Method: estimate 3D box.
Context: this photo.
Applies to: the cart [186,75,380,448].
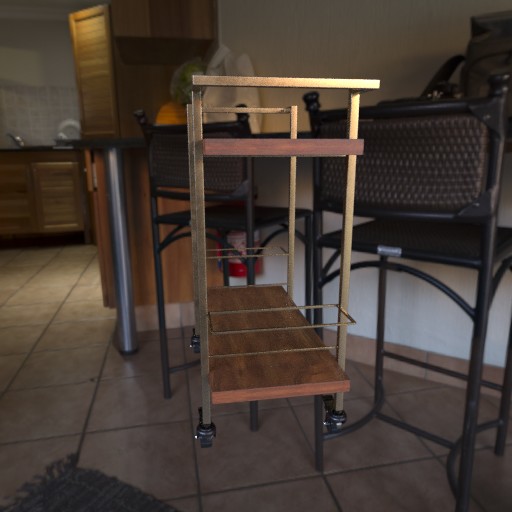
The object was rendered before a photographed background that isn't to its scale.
[{"bbox_3d":[0.000,0.000,1.189,0.364,0.807,0.695,-2,14,-9],"label":"cart"}]
